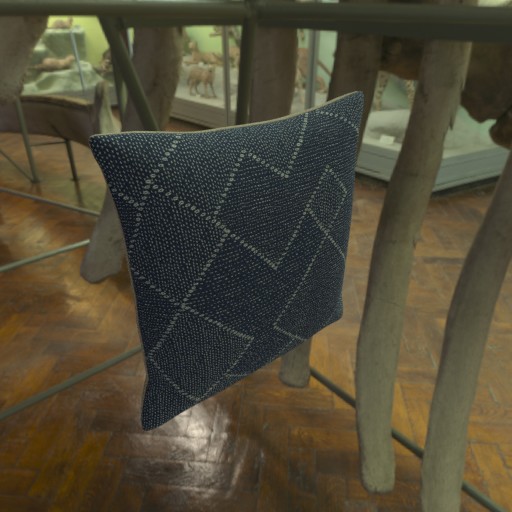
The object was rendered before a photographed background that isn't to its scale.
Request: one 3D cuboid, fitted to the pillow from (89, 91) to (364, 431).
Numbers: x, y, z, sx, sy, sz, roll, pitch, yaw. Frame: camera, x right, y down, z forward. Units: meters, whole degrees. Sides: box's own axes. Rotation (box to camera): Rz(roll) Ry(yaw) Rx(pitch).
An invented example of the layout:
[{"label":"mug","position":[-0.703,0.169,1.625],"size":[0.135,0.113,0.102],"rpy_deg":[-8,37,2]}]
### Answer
[{"label":"pillow","position":[0.000,0.000,0.665],"size":[0.435,0.428,0.148],"rpy_deg":[-22,37,-34]}]
